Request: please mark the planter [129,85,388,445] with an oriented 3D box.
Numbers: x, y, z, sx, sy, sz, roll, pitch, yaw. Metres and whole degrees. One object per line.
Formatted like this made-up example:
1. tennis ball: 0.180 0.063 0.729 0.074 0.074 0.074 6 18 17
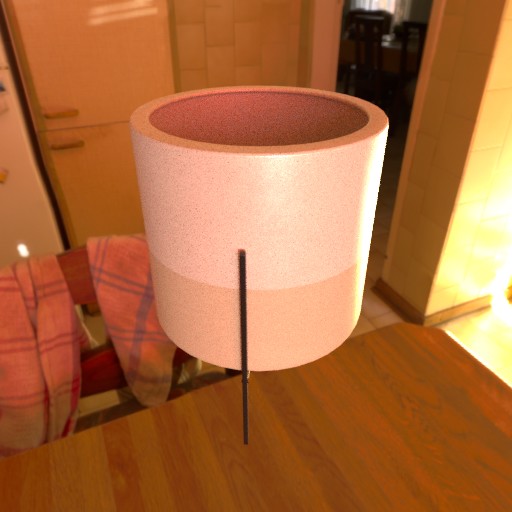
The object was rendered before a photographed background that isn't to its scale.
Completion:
1. planter: 0.000 0.000 0.753 0.368 0.484 0.359 21 38 30
